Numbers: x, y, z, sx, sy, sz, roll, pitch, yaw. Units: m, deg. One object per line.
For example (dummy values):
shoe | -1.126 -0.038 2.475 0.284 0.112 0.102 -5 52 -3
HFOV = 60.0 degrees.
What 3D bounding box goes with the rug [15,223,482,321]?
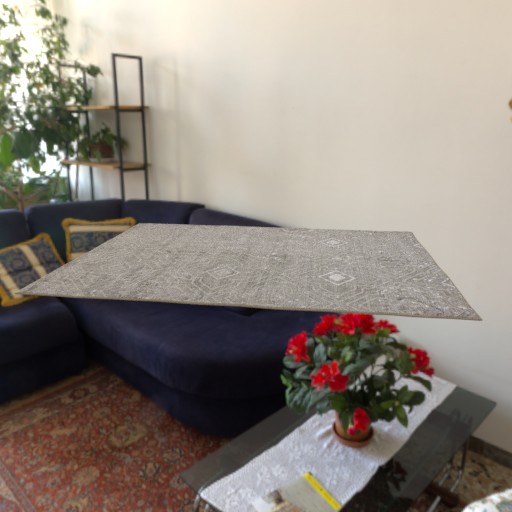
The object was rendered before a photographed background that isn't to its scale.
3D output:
rug | 0.000 0.000 4.285 3.359 0.020 2.448 2 17 8
